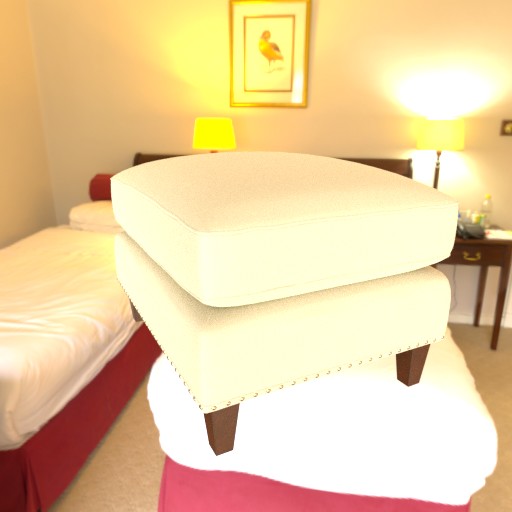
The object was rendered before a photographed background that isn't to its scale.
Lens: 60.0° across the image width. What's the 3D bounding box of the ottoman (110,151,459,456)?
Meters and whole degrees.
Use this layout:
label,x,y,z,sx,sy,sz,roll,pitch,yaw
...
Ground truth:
label,x,y,z,sx,sy,sz,roll,pitch,yaw
ottoman,0.000,0.000,1.133,0.584,0.513,0.741,-9,19,-26
